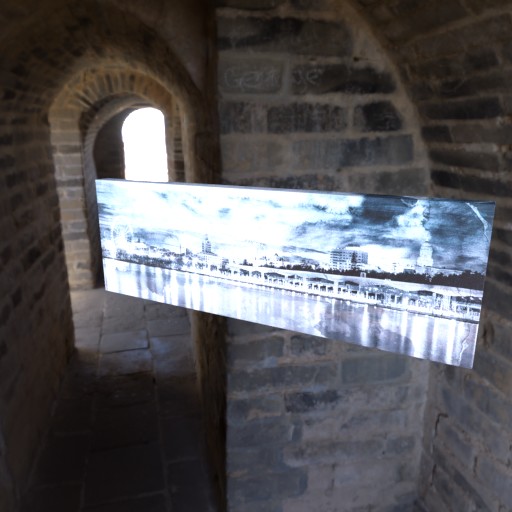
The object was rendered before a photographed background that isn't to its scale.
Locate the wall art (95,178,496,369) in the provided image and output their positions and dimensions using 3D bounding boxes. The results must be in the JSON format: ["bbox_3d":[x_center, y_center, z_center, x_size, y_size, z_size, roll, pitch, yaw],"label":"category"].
[{"bbox_3d":[0.000,0.000,0.825,0.759,0.251,0.037,8,17,27],"label":"wall art"}]
